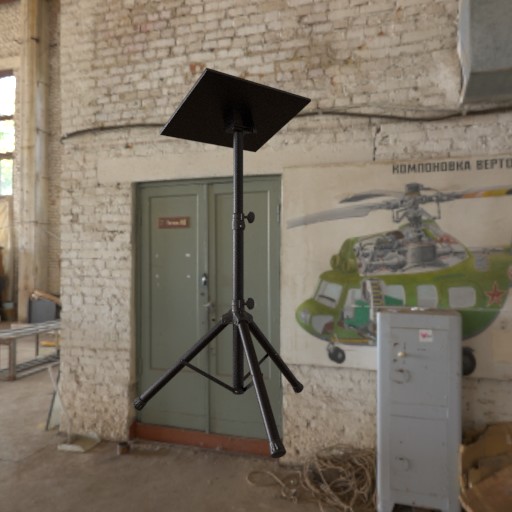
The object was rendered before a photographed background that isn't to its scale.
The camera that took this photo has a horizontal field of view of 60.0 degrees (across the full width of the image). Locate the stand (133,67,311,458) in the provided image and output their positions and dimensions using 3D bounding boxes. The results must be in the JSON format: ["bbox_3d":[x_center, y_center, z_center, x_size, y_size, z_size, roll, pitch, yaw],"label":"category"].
[{"bbox_3d":[0.000,0.000,1.665,0.702,1.198,0.702,1,-1,-36],"label":"stand"}]
